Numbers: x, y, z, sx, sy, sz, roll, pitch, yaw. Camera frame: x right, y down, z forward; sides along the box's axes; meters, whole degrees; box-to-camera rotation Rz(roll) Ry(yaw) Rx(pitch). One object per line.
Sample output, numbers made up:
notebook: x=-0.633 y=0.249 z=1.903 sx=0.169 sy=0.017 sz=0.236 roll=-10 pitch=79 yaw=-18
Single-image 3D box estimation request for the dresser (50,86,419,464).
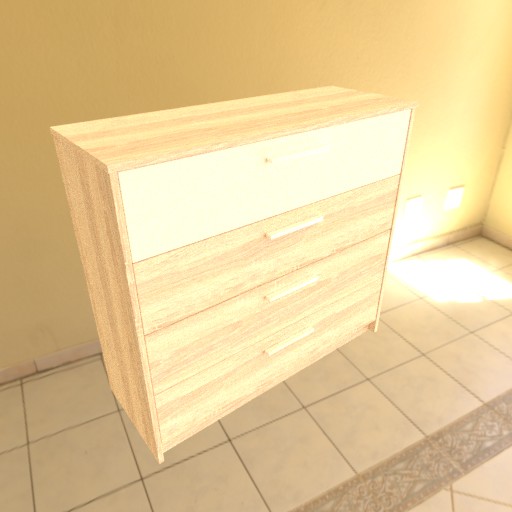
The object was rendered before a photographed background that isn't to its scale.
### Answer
dresser: x=0.000 y=0.000 z=1.435 sx=0.980 sy=0.900 sz=0.380 roll=-21 pitch=36 yaw=-32
